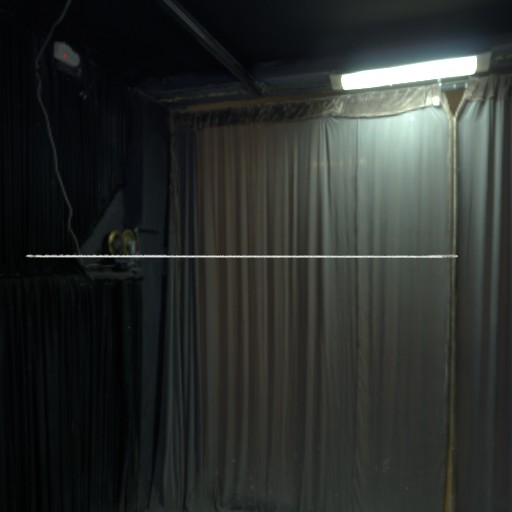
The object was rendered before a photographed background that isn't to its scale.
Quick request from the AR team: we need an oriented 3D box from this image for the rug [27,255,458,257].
[{"bbox_3d":[0.000,0.000,3.850,3.040,0.017,2.030,0,0,19],"label":"rug"}]
